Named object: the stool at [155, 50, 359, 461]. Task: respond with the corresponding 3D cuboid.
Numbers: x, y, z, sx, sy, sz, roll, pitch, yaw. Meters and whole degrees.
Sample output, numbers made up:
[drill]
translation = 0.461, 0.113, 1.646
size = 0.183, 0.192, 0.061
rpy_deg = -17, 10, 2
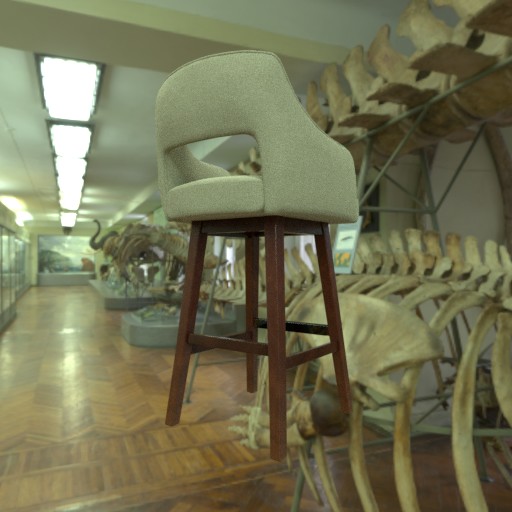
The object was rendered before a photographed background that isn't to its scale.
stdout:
[stool]
translation = 0.000, 0.000, 1.388
size = 0.550, 1.041, 0.560
rpy_deg = 0, 0, 36
